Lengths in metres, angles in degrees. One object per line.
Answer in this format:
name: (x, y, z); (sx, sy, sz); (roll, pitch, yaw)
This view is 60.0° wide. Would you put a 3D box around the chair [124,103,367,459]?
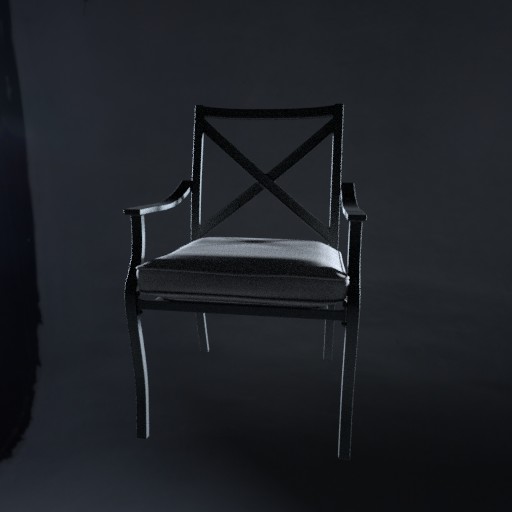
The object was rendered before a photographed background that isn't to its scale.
chair: (0.000, 0.000, 1.314); (0.575, 0.889, 0.620); (2, 15, 8)
